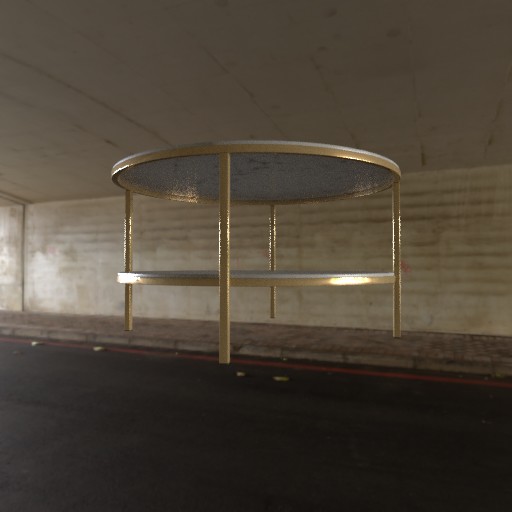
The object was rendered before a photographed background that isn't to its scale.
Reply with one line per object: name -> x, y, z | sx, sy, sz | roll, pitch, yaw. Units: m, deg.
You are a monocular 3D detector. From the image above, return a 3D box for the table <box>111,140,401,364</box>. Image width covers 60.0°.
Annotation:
table -> 0.000, 0.000, 1.285 | 0.800, 0.450, 0.800 | 0, -1, 0
